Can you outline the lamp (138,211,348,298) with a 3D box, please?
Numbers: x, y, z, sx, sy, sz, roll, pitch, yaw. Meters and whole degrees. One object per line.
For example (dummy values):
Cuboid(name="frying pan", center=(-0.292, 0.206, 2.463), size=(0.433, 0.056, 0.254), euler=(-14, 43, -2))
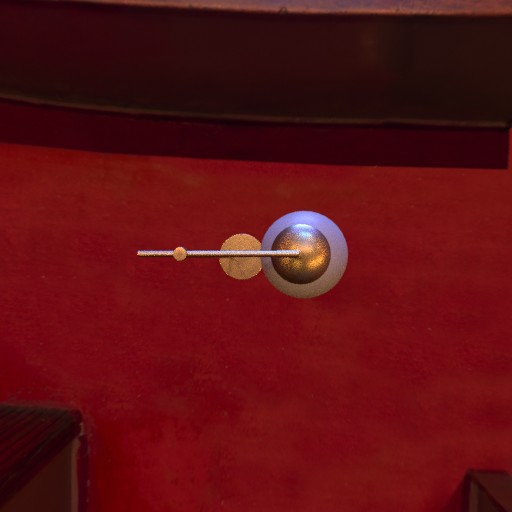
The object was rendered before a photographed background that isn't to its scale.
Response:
Cuboid(name="lamp", center=(0.000, 0.000, 1.683), size=(0.476, 1.505, 0.249), euler=(0, 90, 1))
